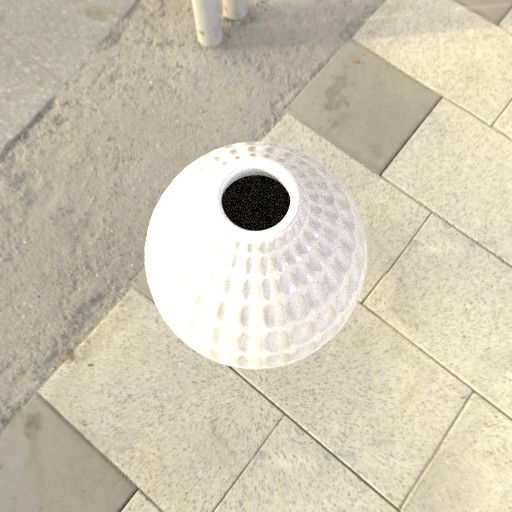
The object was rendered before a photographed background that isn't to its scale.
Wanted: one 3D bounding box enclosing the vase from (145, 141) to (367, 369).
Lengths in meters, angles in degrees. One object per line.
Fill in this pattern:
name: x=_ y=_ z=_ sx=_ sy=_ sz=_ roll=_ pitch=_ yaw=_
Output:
vase: x=0.000 y=0.000 z=0.260 sx=0.128 sy=0.167 sz=0.128 roll=0 pitch=73 yaw=0
